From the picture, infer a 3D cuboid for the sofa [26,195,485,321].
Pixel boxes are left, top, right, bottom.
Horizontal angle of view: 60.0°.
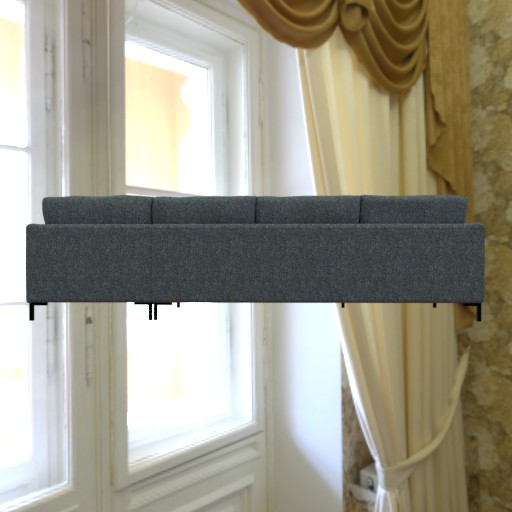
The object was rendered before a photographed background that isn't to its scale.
[{"bbox_3d":[0.000,0.000,3.504,2.737,0.756,1.879,0,0,1],"label":"sofa"}]
